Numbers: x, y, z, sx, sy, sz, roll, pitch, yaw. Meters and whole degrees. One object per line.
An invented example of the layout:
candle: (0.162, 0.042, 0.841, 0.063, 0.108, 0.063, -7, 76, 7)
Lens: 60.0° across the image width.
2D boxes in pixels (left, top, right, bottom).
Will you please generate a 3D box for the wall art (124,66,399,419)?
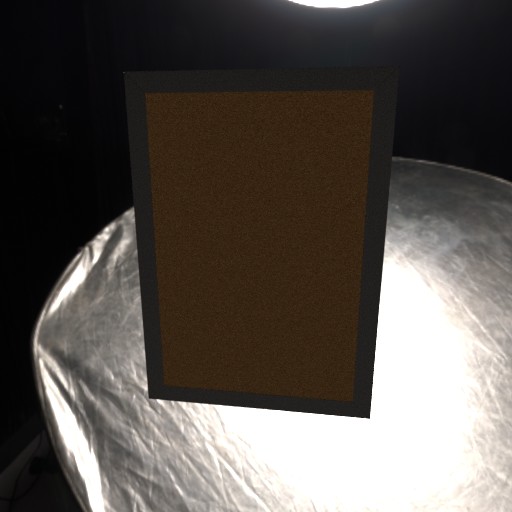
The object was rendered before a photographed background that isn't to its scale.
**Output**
wall art: (0.000, 0.000, 0.683, 0.380, 0.534, 0.013, 2, 16, 8)
